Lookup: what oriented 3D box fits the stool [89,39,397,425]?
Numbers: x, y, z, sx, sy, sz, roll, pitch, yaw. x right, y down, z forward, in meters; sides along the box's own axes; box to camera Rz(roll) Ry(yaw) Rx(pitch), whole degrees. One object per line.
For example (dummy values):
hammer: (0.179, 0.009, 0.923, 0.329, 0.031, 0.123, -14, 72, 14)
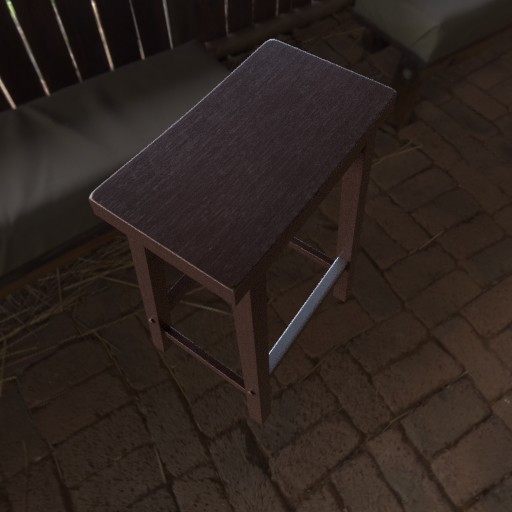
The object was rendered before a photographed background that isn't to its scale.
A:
stool: (0.000, 0.000, 0.860, 0.322, 0.610, 0.406, 31, 64, 17)
